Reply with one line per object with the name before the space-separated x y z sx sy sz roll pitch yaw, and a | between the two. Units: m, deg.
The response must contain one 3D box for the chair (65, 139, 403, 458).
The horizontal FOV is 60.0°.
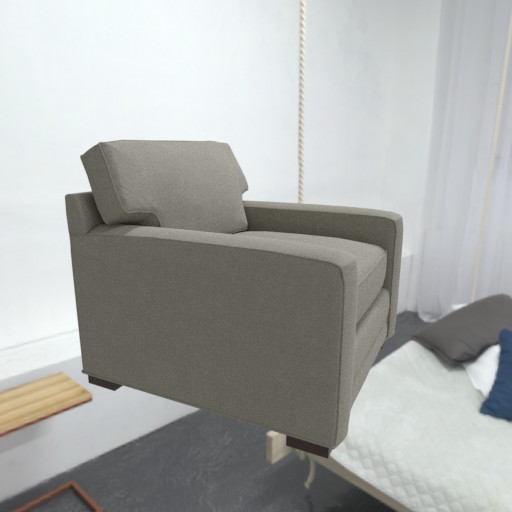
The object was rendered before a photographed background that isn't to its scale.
chair | 0.000 0.000 1.842 1.044 0.934 0.999 7 16 26
